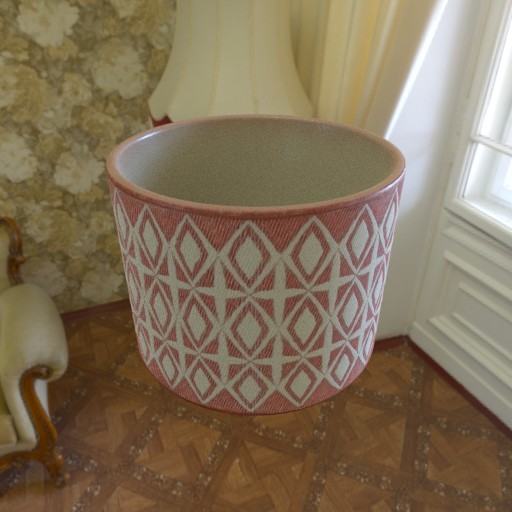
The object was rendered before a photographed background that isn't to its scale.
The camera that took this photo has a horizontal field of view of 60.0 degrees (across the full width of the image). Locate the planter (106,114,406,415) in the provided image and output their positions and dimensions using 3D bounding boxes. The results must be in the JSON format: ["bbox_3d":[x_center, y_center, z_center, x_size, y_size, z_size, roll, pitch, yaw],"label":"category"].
[{"bbox_3d":[0.000,0.000,0.479,0.273,0.237,0.273,0,31,0],"label":"planter"}]
